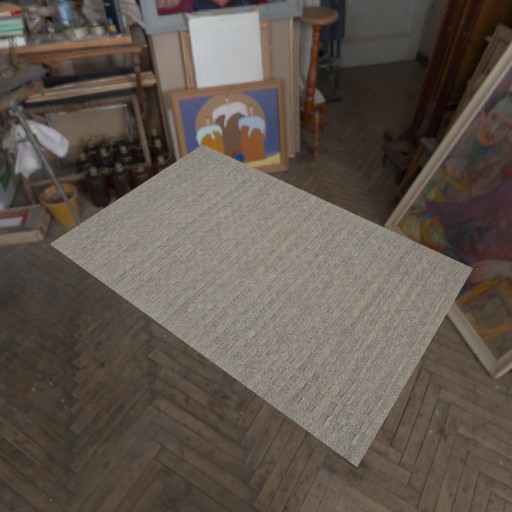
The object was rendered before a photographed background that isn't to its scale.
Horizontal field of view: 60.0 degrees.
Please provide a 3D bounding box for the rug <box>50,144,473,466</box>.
[{"bbox_3d":[0.000,0.000,2.190,1.752,0.006,1.142,29,53,25],"label":"rug"}]
